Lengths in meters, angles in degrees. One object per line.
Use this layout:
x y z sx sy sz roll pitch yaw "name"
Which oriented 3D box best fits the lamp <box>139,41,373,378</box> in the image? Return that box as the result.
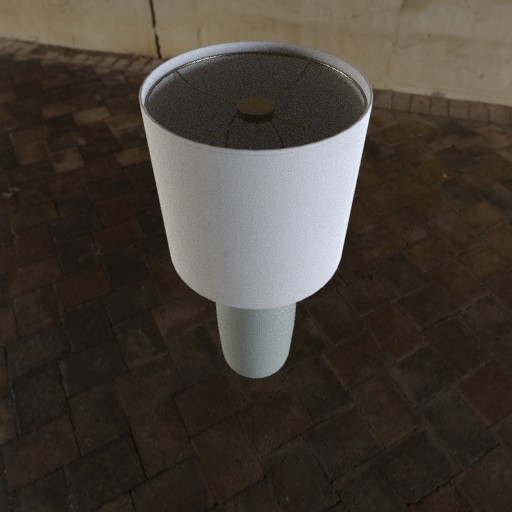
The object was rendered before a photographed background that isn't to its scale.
0.000 0.000 0.597 0.220 0.475 0.220 -32 55 -27 "lamp"
